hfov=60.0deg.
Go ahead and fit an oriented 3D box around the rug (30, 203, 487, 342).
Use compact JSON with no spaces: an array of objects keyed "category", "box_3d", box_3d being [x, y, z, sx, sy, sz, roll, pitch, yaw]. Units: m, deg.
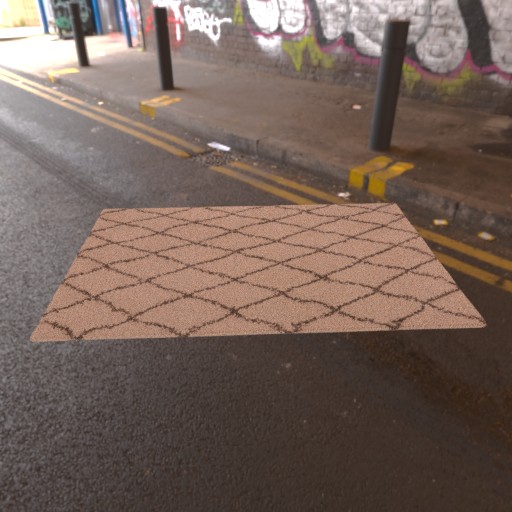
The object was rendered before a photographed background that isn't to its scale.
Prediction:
[{"category":"rug","box_3d":[0.000,0.000,3.399,2.743,0.030,1.778,-1,31,-2]}]
